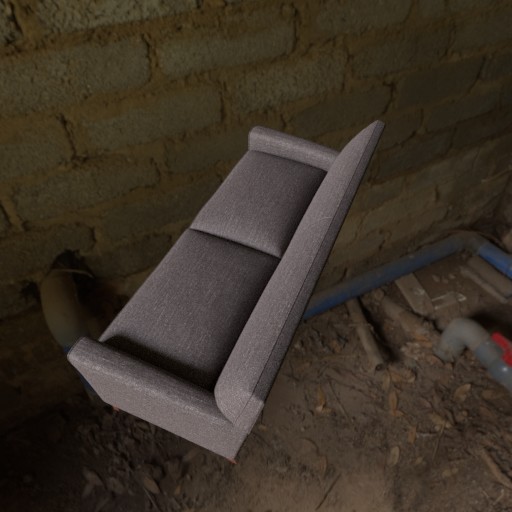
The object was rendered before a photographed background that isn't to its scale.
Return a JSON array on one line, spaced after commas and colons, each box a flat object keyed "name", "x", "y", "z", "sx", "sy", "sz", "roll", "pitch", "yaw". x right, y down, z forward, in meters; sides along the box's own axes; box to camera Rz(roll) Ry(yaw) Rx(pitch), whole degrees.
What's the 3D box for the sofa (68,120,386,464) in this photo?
[{"name": "sofa", "x": 0.000, "y": 0.000, "z": 2.451, "sx": 0.875, "sy": 0.846, "sz": 1.976, "roll": 17, "pitch": 49, "yaw": 16}]
